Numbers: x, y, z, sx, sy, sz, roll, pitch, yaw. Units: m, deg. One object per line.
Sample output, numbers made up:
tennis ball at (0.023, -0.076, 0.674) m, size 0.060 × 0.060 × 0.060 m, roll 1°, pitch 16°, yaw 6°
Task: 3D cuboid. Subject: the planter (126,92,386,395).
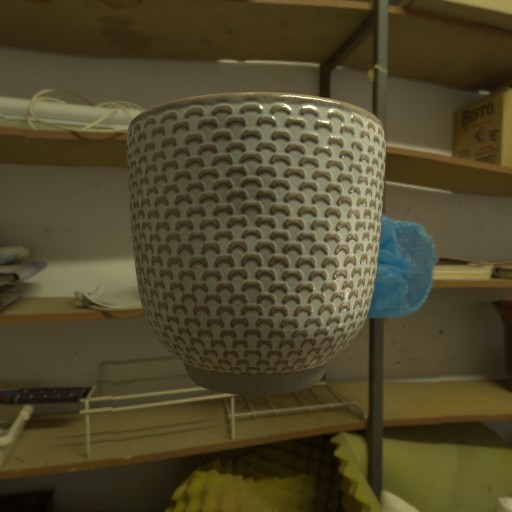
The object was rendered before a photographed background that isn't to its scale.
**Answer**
planter at (0.000, 0.000, 0.351) m, size 0.197 × 0.191 × 0.197 m, roll 0°, pitch 0°, yaw 0°
